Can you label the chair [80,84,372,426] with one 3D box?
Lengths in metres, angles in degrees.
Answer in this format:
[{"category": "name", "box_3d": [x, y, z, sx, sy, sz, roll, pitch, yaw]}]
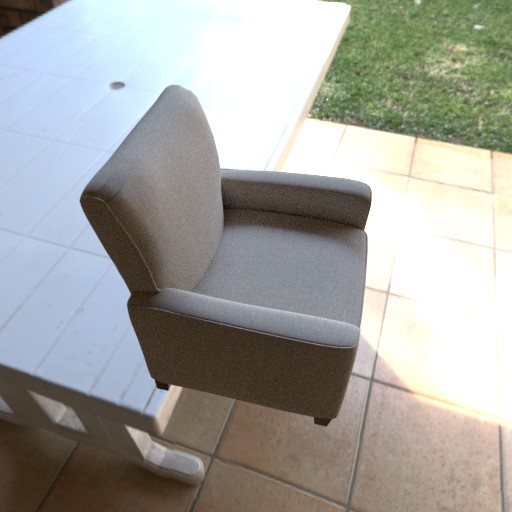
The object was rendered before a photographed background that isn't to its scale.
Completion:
[{"category": "chair", "box_3d": [0.000, 0.000, 1.697, 0.859, 1.023, 0.845, 10, 47, 9]}]
